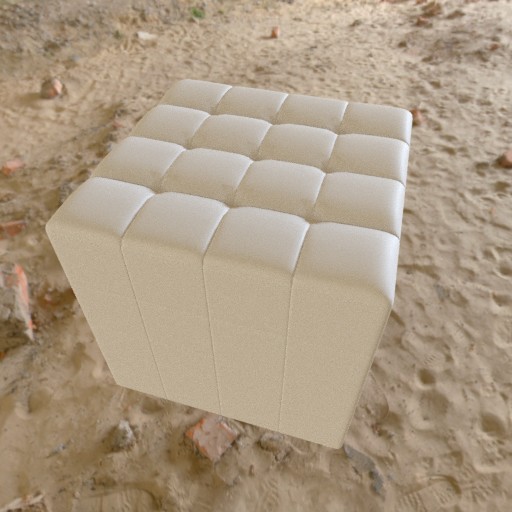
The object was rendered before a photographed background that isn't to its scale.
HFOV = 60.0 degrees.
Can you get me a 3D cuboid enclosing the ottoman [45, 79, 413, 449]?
[{"bbox_3d":[0.000,0.000,0.785,0.425,0.432,0.425,12,47,11],"label":"ottoman"}]
